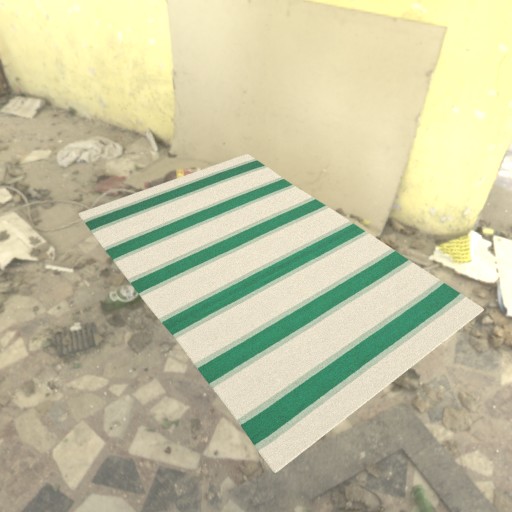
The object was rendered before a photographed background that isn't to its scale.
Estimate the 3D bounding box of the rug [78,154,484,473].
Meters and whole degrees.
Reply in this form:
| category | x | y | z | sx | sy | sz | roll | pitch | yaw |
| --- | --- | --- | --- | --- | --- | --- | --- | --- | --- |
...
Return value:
| category | x | y | z | sx | sy | sz | roll | pitch | yaw |
| --- | --- | --- | --- | --- | --- | --- | --- | --- | --- |
| rug | 0.000 | 0.000 | 2.285 | 1.210 | 0.012 | 1.829 | -26 | 47 | -27 |
